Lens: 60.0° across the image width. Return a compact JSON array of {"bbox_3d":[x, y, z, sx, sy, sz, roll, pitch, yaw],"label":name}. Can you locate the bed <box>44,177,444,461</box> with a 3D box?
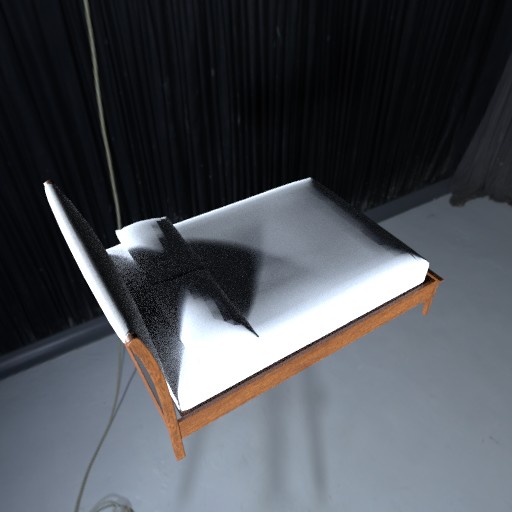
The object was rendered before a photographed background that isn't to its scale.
[{"bbox_3d":[0.000,0.000,3.285,2.380,1.250,1.612,-23,46,-24],"label":"bed"}]
